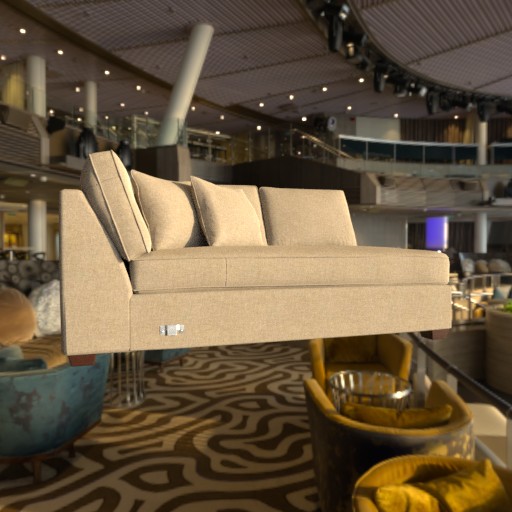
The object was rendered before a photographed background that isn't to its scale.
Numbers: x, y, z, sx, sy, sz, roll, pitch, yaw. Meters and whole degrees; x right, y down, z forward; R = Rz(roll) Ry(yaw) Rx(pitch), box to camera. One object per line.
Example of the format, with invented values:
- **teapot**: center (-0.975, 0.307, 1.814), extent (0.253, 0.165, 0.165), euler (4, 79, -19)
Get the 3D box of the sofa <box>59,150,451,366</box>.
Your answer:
- **sofa**: center (0.000, 0.000, 2.849), extent (2.238, 1.019, 1.110), euler (0, 1, -19)
